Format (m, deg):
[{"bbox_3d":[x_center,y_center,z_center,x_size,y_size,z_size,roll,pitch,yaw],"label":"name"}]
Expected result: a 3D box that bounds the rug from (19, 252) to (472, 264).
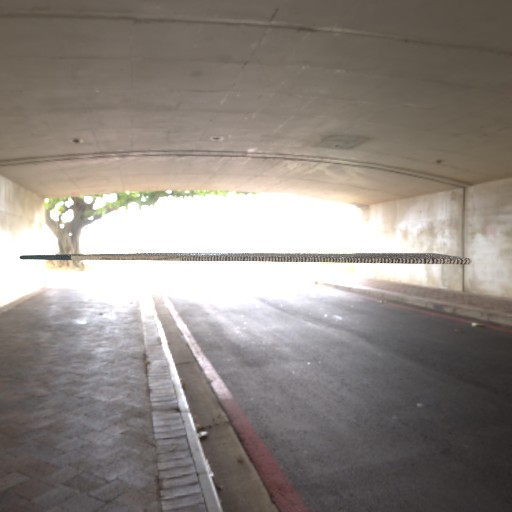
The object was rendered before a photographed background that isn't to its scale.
[{"bbox_3d":[0.000,0.000,2.296,1.847,0.020,1.238,0,1,17],"label":"rug"}]
